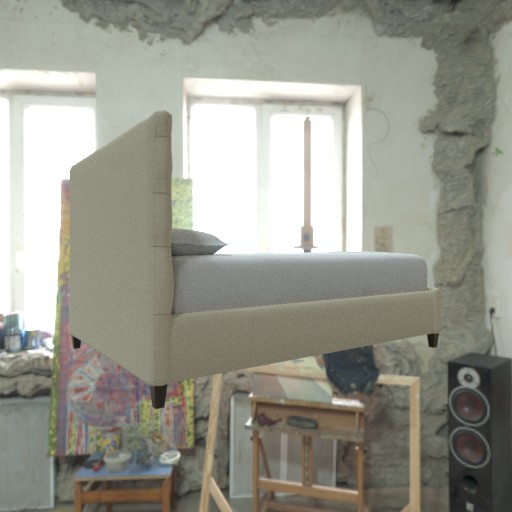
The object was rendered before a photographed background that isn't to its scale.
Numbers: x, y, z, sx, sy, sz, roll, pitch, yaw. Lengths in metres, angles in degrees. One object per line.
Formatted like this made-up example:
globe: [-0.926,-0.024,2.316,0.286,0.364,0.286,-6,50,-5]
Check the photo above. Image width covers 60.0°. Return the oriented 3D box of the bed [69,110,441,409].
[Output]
bed: [0.000,0.000,3.446,2.387,1.427,1.698,-1,1,-35]
